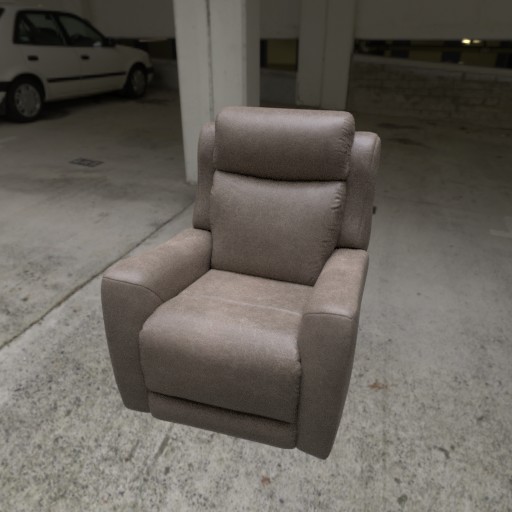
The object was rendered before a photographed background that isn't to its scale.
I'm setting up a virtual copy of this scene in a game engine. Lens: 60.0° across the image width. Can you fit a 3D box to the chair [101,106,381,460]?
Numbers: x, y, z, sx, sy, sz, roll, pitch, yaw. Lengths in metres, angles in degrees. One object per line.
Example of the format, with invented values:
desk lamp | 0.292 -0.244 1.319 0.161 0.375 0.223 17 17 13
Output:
chair | 0.000 0.000 1.938 0.967 1.116 1.068 8 28 16
